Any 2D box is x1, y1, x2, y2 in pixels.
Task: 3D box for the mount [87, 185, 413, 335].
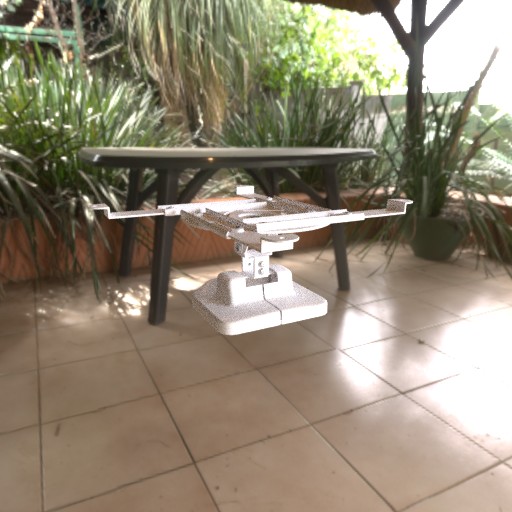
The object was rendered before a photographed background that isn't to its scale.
[{"bbox_3d":[0.000,0.000,0.589,0.394,0.141,0.394,-8,17,-26],"label":"mount"}]
